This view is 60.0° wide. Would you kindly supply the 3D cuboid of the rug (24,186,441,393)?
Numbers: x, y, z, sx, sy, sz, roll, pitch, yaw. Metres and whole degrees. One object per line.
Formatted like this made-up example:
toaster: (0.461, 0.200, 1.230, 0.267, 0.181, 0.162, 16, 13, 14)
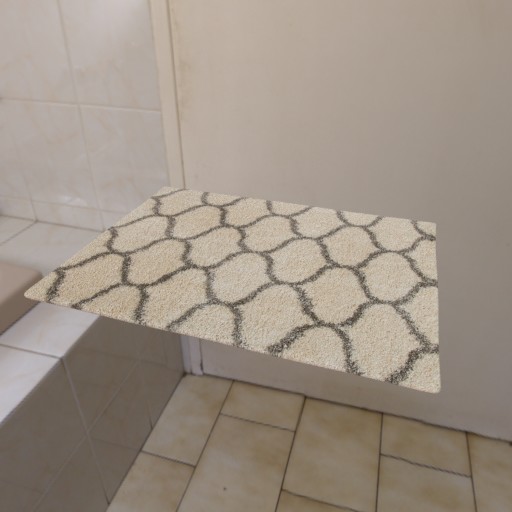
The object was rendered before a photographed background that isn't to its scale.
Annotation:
rug: (0.000, 0.000, 2.067, 1.600, 0.025, 1.200, 10, 33, 16)
